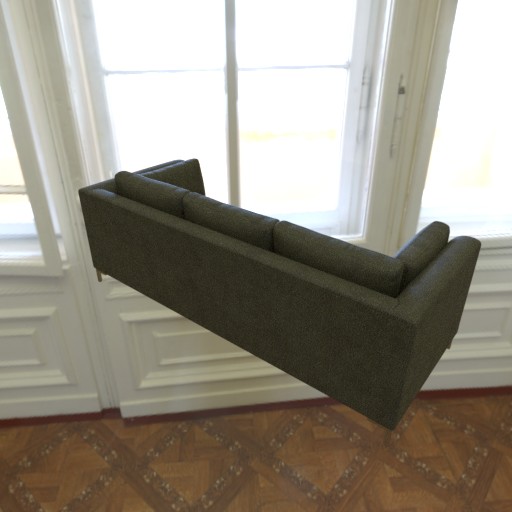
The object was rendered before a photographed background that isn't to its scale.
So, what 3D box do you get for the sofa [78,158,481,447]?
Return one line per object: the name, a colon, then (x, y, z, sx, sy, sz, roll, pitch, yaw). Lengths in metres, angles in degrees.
sofa: (0.000, 0.000, 2.897, 2.415, 0.867, 0.969, 21, 35, 33)
